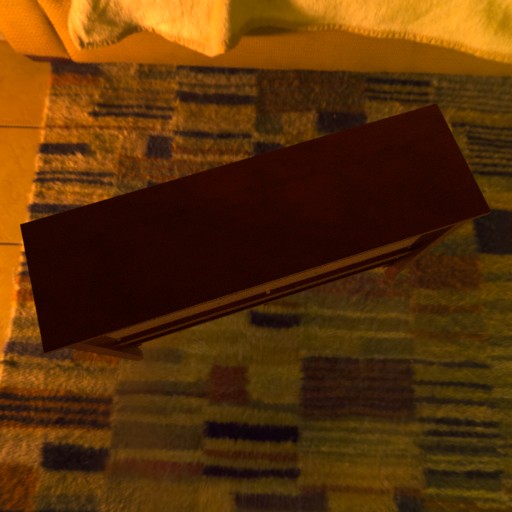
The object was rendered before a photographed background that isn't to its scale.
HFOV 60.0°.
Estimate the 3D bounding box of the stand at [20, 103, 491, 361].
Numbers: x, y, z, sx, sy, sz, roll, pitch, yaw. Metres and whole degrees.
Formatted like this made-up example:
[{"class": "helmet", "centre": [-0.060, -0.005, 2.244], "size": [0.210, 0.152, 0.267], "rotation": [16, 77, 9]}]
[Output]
[{"class": "stand", "centre": [0.000, 0.000, 1.752], "size": [1.362, 0.872, 0.410], "rotation": [-17, 75, -5]}]
